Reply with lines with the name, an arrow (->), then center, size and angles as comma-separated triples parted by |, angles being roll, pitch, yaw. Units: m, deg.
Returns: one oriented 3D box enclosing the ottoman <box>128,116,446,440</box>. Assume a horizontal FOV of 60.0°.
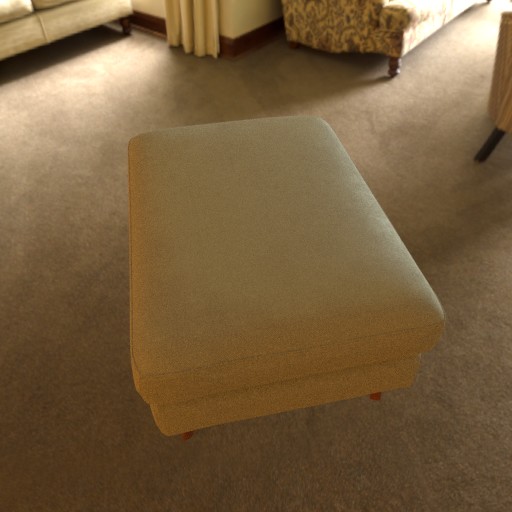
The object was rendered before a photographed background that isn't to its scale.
ottoman -> 0.000, 0.000, 1.164 | 0.608, 0.449, 0.811 | -9, 47, -8
